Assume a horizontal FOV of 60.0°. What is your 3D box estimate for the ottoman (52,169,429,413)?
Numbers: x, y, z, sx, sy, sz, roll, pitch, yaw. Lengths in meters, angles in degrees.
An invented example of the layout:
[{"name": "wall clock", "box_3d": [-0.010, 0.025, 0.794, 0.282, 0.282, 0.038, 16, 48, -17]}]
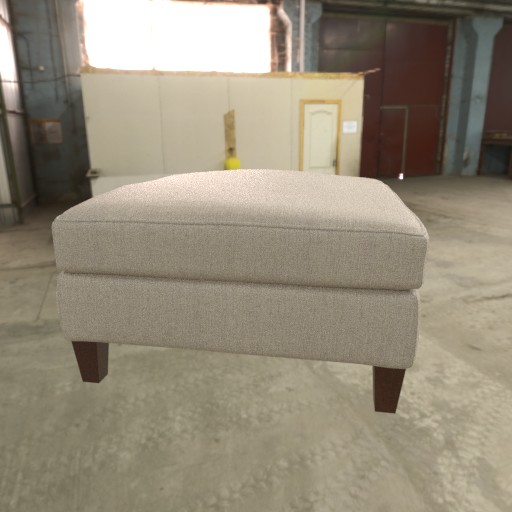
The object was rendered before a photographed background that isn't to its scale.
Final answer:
[{"name": "ottoman", "box_3d": [0.000, 0.000, 1.355, 0.838, 0.481, 0.838, 3, 16, 9]}]
